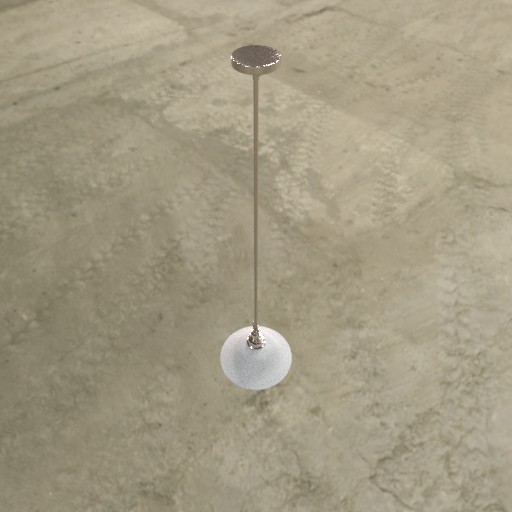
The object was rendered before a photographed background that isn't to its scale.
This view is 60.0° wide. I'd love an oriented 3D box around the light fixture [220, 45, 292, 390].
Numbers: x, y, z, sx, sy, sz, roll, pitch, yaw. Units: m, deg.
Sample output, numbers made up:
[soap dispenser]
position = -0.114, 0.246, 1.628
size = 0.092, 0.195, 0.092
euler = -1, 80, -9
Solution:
[light fixture]
position = 0.000, 0.000, 1.507
size = 0.324, 1.354, 0.324
euler = -10, 49, -9
